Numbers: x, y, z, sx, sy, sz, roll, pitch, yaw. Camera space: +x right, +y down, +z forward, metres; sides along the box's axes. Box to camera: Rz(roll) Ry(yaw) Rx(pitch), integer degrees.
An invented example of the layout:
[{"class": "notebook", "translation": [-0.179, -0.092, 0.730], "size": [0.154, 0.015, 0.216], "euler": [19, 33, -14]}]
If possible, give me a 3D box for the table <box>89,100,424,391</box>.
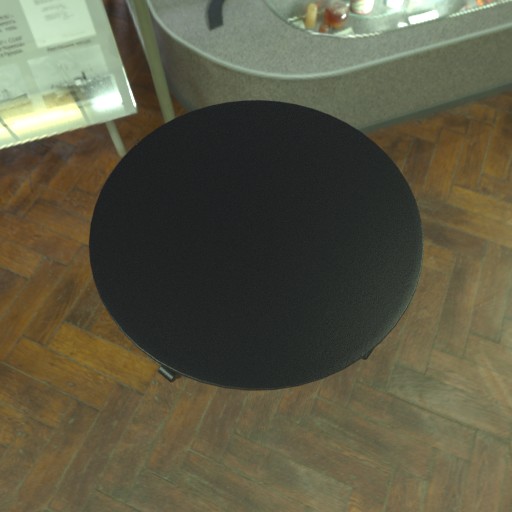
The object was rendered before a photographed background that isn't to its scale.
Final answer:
[{"class": "table", "translation": [0.000, 0.000, 1.590], "size": [1.029, 0.491, 1.029], "euler": [0, 63, 0]}]
